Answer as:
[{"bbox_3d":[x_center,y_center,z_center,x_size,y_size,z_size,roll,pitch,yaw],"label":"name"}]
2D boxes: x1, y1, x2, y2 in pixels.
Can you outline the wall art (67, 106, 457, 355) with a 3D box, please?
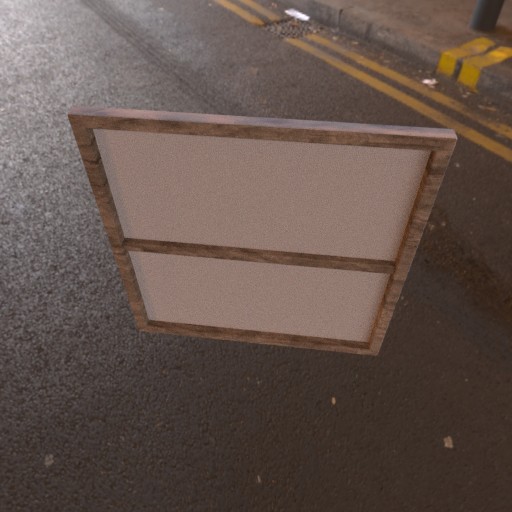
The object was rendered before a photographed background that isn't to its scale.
[{"bbox_3d":[0.000,0.000,1.119,0.747,0.747,0.035,5,46,5],"label":"wall art"}]
